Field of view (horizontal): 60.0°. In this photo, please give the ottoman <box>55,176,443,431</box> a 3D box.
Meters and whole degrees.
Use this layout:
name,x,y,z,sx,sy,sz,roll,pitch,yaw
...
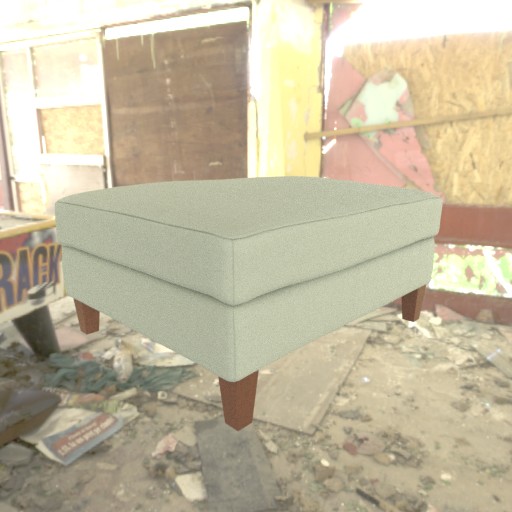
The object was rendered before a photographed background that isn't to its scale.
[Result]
name,x,y,z,sx,sy,sz,roll,pitch,yaw
ottoman,0.000,0.000,1.473,0.842,0.494,0.991,13,19,42
